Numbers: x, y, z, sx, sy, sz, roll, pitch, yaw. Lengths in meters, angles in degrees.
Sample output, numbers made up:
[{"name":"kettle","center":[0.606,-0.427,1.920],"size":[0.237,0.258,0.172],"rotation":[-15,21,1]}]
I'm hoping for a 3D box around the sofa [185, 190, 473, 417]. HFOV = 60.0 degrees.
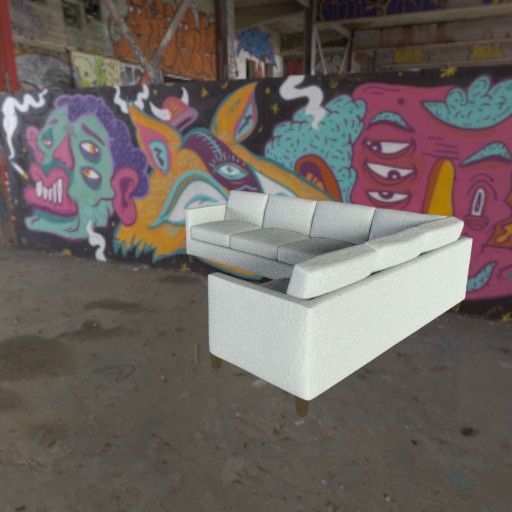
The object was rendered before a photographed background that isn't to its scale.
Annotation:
[{"name":"sofa","center":[0.000,0.000,4.494],"size":[3.333,0.934,2.522],"rotation":[15,21,43]}]
